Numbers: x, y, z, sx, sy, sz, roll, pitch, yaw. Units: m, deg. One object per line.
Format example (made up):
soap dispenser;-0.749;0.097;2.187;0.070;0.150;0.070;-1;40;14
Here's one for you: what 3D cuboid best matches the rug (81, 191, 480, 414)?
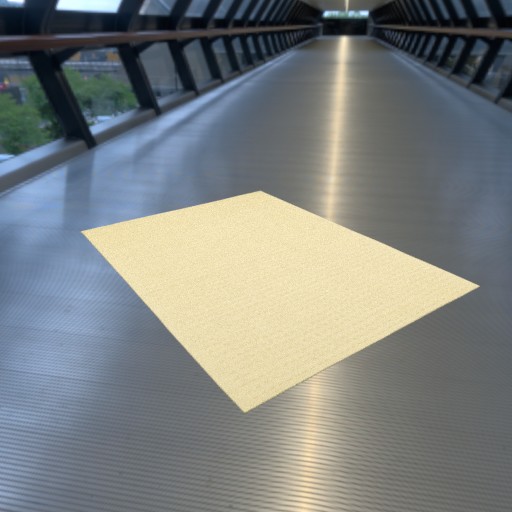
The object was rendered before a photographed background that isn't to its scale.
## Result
rug;0.000;0.000;4.320;2.452;0.016;3.204;-18;31;-31
